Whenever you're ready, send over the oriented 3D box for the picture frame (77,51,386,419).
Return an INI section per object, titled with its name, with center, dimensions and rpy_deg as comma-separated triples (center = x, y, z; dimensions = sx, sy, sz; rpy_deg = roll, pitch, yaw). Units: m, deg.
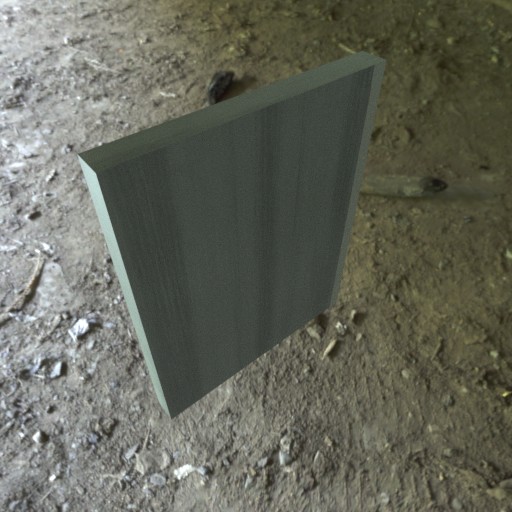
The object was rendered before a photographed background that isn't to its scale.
[picture frame]
center = 0.000, 0.000, 0.751
dimensions = 0.449, 0.555, 0.046
rpy_deg = -30, 52, -26
